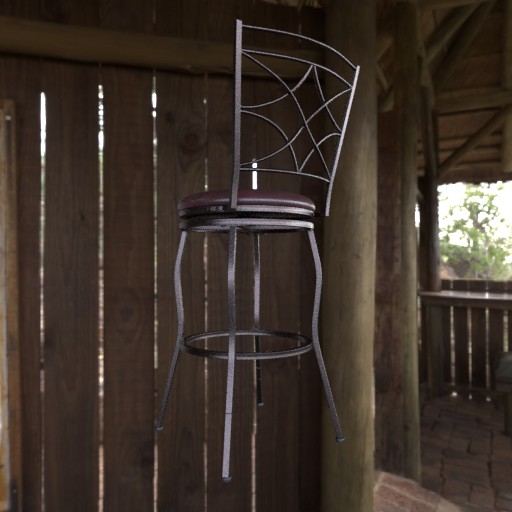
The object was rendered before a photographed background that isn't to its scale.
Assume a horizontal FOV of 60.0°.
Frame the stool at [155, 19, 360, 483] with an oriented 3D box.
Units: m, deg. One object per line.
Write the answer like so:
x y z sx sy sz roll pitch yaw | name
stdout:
0.000 0.000 1.345 0.434 1.117 0.534 0 -1 -36 | stool
